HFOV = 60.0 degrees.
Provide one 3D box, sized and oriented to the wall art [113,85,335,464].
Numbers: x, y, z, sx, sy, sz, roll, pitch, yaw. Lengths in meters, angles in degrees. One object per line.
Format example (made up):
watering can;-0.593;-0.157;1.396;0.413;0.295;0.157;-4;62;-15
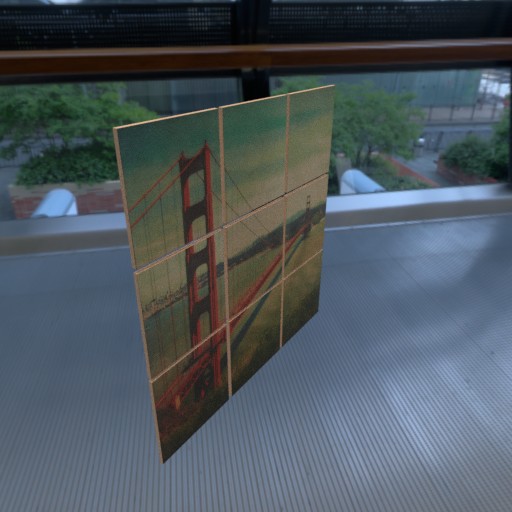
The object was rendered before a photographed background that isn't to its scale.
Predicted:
wall art;0.000;0.000;1.362;0.012;0.910;0.917;17;32;31
